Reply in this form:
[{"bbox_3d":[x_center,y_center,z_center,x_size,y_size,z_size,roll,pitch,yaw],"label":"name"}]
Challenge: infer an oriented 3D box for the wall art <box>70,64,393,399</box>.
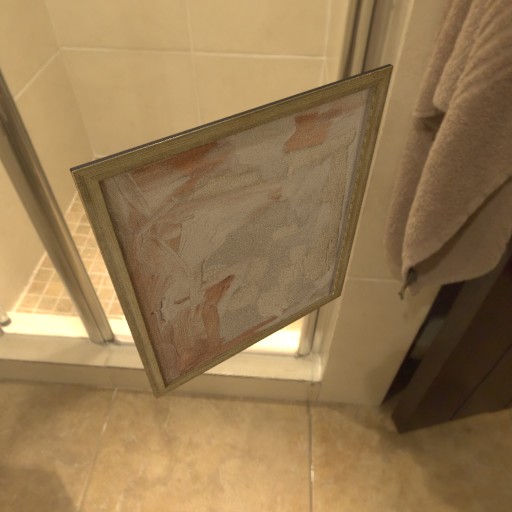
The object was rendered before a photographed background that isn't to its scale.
[{"bbox_3d":[0.000,0.000,0.778,0.483,0.559,0.009,-25,52,-22],"label":"wall art"}]
